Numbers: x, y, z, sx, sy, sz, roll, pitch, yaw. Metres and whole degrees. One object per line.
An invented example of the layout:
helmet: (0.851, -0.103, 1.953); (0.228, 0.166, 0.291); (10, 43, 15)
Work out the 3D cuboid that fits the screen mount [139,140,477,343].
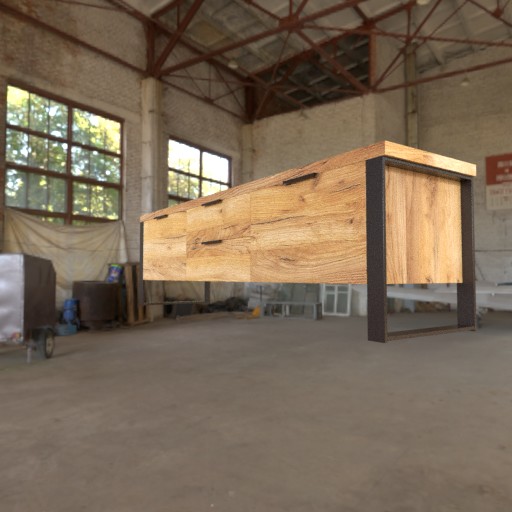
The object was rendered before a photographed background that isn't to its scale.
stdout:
screen mount: (0.000, 0.000, 1.706); (0.395, 0.450, 1.524); (2, -3, -35)
